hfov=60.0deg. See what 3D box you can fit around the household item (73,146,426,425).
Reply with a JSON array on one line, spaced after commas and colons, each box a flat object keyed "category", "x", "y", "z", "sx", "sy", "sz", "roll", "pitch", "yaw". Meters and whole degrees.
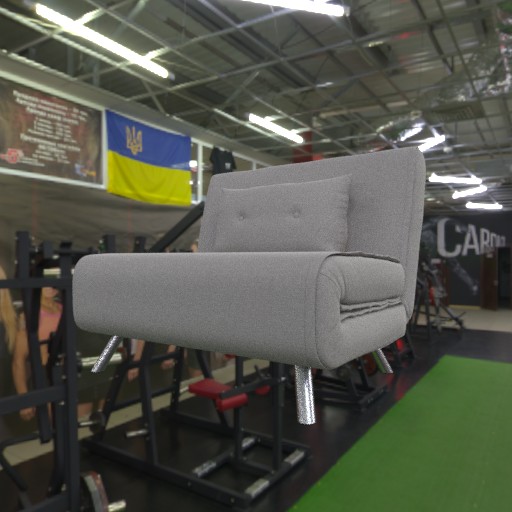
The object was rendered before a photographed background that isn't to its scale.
[{"category": "household item", "x": 0.000, "y": 0.000, "z": 1.610, "sx": 1.000, "sy": 0.800, "sz": 0.874, "roll": 0, "pitch": 0, "yaw": 35}]
